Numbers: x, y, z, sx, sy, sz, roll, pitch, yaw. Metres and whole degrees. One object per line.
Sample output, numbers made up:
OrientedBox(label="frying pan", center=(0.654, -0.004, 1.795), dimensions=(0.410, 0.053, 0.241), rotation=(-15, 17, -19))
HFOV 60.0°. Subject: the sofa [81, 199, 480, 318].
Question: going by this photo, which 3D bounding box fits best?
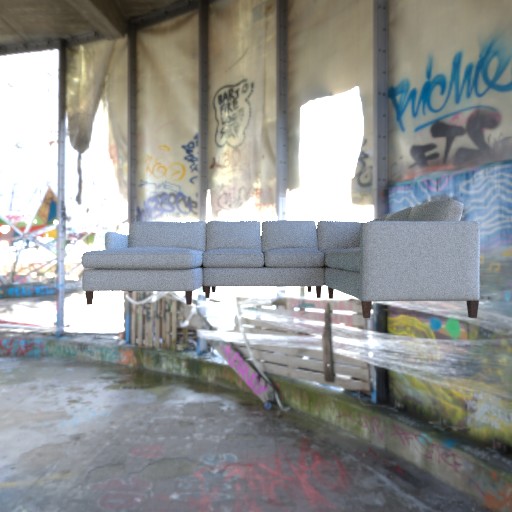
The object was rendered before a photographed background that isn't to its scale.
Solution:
OrientedBox(label="sofa", center=(0.000, 0.000, 4.639), dimensions=(3.460, 0.959, 2.593), rotation=(0, 0, -1))
